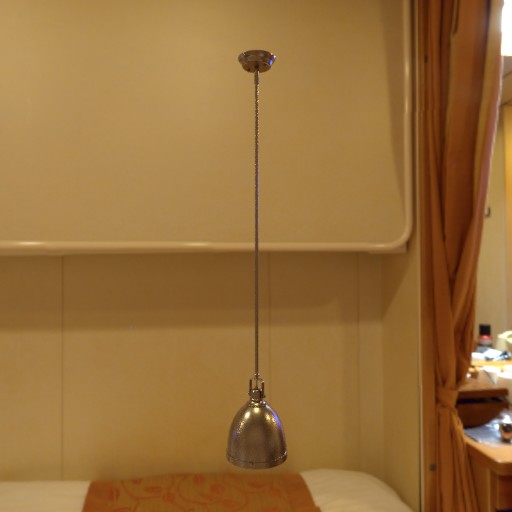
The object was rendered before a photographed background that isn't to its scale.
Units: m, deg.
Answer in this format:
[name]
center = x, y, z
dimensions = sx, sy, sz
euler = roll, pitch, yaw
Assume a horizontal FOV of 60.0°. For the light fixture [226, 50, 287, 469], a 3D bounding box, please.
[light fixture]
center = 0.000, 0.000, 1.531
dimensions = 0.217, 1.367, 0.211
euler = 0, -1, 36
